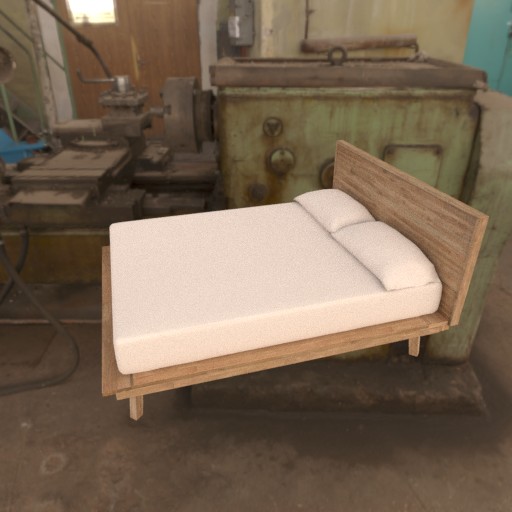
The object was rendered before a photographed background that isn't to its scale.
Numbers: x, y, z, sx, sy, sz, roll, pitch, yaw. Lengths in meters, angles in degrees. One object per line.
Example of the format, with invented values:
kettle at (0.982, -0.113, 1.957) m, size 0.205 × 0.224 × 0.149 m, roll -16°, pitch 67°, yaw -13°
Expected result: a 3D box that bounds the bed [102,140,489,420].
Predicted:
bed at (0.000, 0.000, 3.144) m, size 2.145 × 1.071 × 1.759 m, roll -8°, pitch 30°, yaw -15°
